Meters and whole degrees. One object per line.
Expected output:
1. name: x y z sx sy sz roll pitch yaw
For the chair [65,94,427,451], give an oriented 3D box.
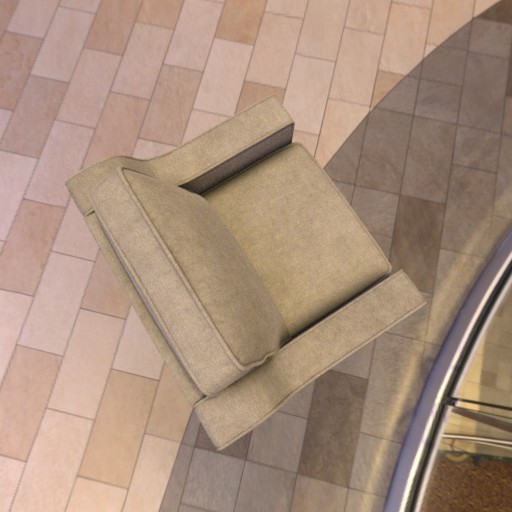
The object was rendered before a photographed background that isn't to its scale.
1. chair: 0.000 0.000 1.614 0.840 0.944 0.926 -32 78 -7
